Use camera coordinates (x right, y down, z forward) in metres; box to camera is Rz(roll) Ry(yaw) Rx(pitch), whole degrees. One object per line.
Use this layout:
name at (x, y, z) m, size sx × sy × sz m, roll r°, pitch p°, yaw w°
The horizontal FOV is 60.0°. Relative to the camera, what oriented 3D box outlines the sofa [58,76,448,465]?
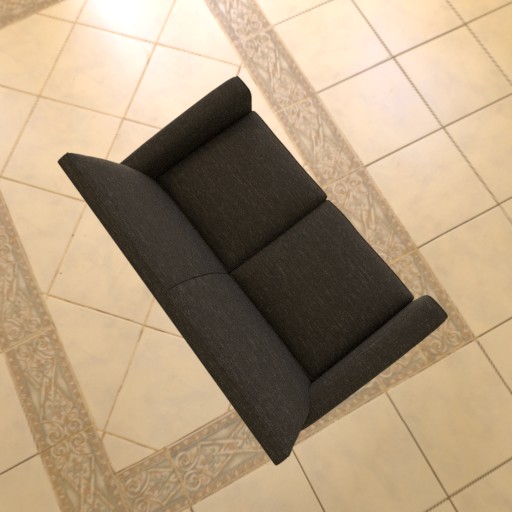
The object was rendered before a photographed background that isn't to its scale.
sofa at (0.000, 0.000, 2.004) m, size 0.875 × 0.846 × 1.420 m, roll -37°, pitch 78°, yaw -9°
